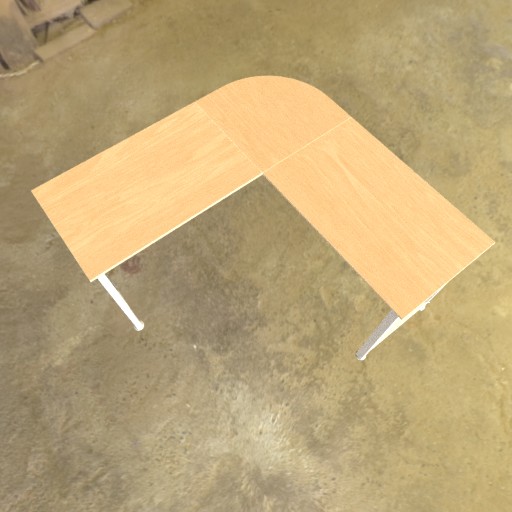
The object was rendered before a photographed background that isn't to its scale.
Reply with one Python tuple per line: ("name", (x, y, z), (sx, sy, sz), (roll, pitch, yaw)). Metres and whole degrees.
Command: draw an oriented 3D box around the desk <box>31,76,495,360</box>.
("desk", (0.000, 0.000, 2.215), (1.400, 0.762, 1.400), (-35, 68, -16))
